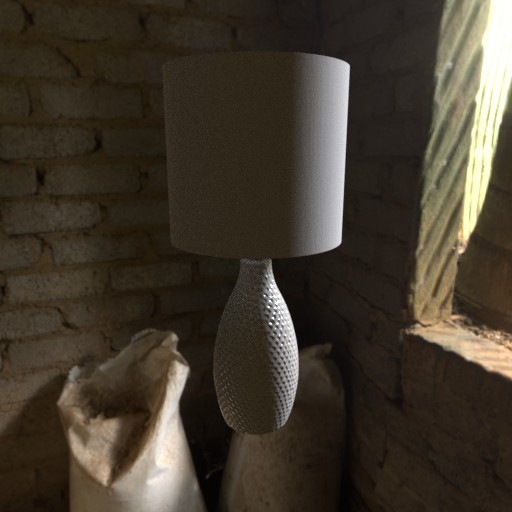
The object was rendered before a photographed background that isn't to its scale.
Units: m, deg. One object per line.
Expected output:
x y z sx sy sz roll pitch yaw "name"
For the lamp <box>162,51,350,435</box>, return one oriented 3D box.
0.000 0.000 0.573 0.214 0.466 0.214 8 16 27 "lamp"
